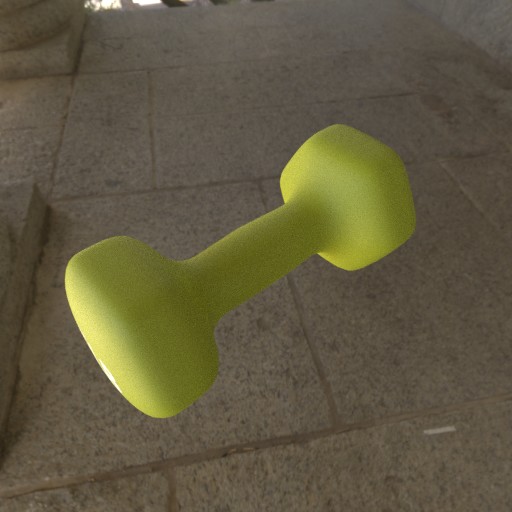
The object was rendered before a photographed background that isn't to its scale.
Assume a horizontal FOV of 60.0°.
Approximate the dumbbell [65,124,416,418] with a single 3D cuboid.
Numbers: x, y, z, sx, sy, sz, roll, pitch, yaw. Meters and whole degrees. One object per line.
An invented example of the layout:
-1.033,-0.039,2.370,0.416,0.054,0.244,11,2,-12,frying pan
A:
0.000,0.000,0.209,0.164,0.072,0.080,-31,54,-26,dumbbell
